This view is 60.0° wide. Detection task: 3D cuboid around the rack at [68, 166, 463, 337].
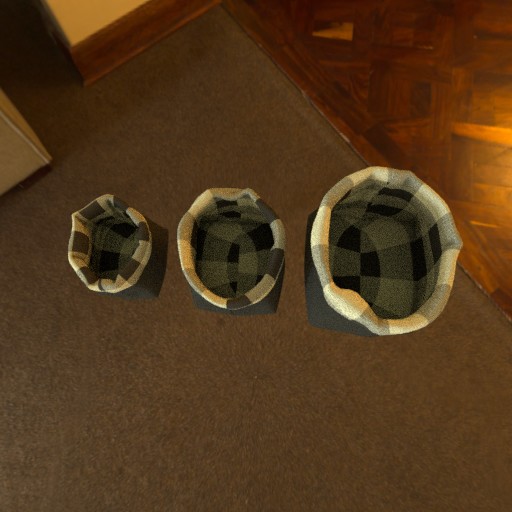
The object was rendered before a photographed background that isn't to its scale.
[{"bbox_3d":[0.000,0.000,1.069,0.889,0.329,0.370,3,75,1],"label":"rack"}]
